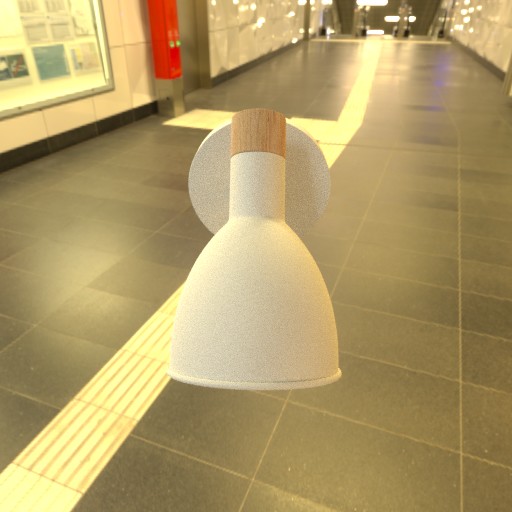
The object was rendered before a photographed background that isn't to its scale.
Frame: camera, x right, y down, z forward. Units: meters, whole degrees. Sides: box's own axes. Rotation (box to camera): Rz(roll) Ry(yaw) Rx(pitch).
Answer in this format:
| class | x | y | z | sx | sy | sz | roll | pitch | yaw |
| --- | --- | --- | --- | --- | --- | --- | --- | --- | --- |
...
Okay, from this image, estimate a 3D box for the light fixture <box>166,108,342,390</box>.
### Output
| class | x | y | z | sx | sy | sz | roll | pitch | yaw |
| --- | --- | --- | --- | --- | --- | --- | --- | --- | --- |
| light fixture | 0.000 | 0.000 | 0.332 | 0.127 | 0.199 | 0.209 | 1 | 30 | 2 |
